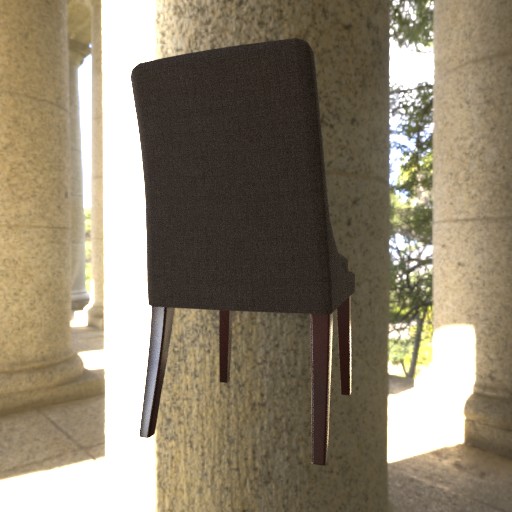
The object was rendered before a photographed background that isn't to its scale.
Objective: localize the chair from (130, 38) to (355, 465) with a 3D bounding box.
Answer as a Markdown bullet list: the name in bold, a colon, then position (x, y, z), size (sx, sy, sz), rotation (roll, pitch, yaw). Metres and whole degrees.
- **chair**: position (0.000, 0.000, 1.310), size (0.508, 0.952, 0.655), rotation (0, 0, 19)
